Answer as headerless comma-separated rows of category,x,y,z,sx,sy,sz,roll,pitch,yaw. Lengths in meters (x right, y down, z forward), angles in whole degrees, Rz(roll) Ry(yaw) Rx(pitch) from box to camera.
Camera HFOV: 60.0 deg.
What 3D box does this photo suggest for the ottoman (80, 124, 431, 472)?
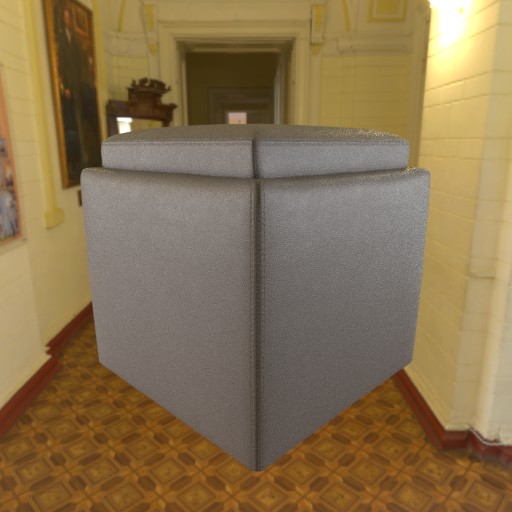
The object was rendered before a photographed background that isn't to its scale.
ottoman,0.000,0.000,0.811,0.450,0.460,0.451,13,19,43
